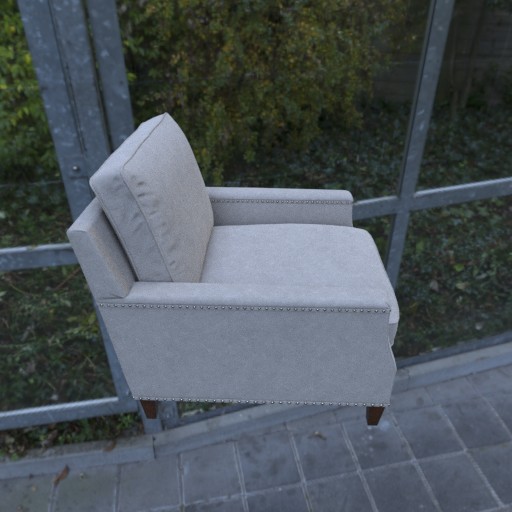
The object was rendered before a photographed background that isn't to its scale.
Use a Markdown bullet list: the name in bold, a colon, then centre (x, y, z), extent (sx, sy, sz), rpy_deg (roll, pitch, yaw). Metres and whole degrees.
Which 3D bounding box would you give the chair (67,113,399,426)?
- **chair**: centre (0.000, 0.000, 1.722), extent (1.014, 0.943, 0.853), rpy_deg (1, 32, 2)
